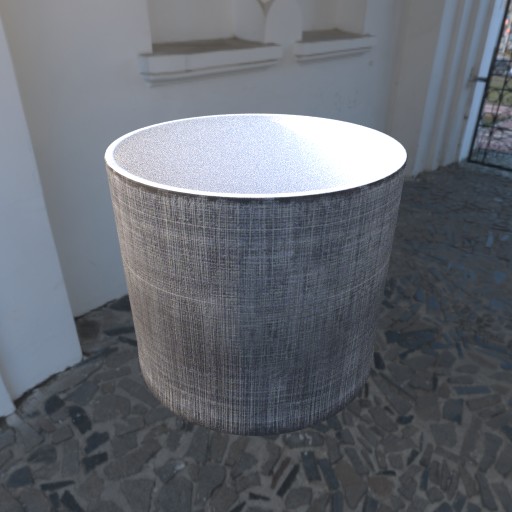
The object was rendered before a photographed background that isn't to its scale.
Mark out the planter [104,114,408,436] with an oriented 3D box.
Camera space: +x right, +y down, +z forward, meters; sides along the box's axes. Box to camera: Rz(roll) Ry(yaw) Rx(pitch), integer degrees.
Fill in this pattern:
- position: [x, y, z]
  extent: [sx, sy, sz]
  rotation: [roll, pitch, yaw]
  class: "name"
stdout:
- position: [0.000, 0.000, 0.309]
  extent: [0.178, 0.157, 0.178]
  rotation: [0, 29, 0]
  class: "planter"
